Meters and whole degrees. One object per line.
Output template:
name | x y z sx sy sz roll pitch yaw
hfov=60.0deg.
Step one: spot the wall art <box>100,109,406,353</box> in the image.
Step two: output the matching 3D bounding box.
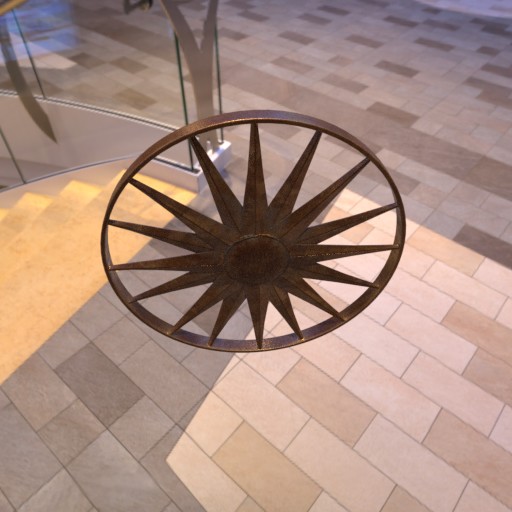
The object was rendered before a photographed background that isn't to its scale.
wall art | 0.000 0.000 0.874 0.582 0.583 0.084 -4 46 -3
